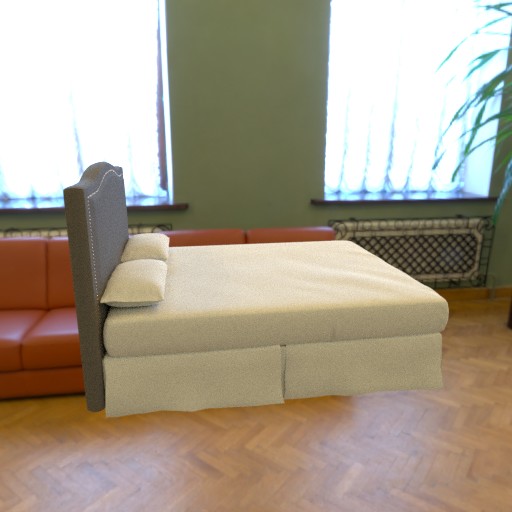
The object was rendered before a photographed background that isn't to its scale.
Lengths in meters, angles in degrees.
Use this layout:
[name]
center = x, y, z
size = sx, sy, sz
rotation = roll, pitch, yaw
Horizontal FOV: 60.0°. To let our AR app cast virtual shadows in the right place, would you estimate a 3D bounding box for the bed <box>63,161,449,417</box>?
[bed]
center = 0.000, 0.000, 3.404
size = 2.282, 1.436, 1.821
rotation = -3, 15, -9
